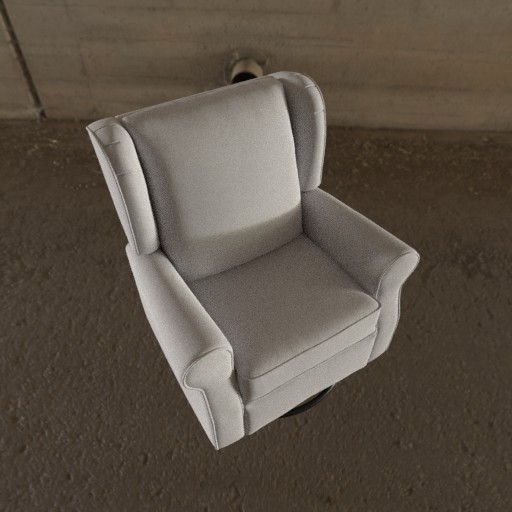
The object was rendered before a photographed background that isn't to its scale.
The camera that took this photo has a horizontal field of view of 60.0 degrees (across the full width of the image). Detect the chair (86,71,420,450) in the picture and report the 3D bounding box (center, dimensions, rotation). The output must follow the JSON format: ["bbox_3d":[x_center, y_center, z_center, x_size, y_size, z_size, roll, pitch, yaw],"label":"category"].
[{"bbox_3d":[0.000,0.000,1.640,0.906,0.967,0.854,-23,51,-21],"label":"chair"}]
